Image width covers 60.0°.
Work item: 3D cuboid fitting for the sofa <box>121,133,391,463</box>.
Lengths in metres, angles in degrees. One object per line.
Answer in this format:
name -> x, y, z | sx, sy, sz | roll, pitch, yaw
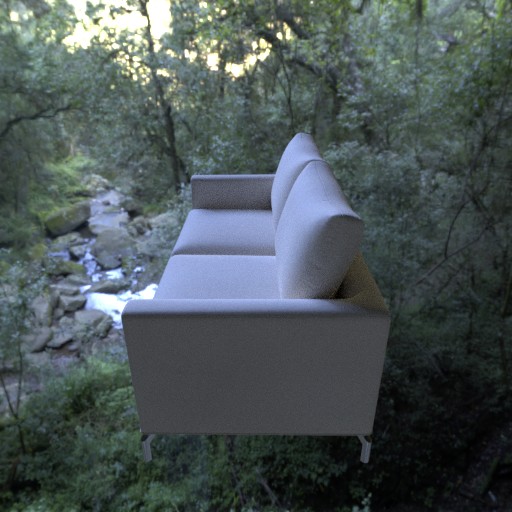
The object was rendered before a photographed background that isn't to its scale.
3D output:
sofa -> 0.000, 0.000, 2.295 | 0.906, 0.995, 1.739 | 0, 25, 0
